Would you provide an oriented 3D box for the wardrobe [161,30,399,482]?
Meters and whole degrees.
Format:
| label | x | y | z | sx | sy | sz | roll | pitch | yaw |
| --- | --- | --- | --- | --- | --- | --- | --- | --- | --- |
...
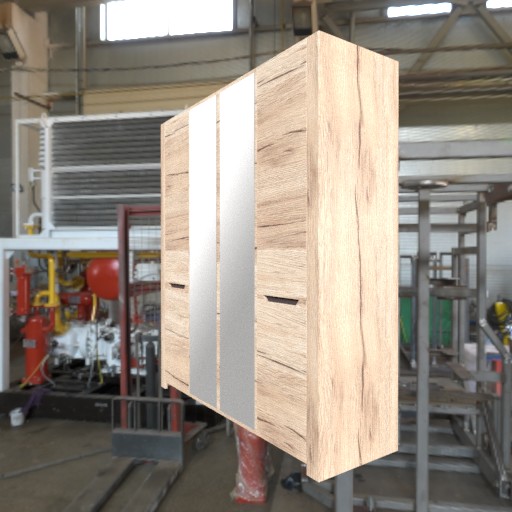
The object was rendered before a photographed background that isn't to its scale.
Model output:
| label | x | y | z | sx | sy | sz | roll | pitch | yaw |
| --- | --- | --- | --- | --- | --- | --- | --- | --- | --- |
| wardrobe | 0.000 | 0.000 | 2.930 | 0.580 | 2.070 | 1.810 | 0 | 0 | -35 |
